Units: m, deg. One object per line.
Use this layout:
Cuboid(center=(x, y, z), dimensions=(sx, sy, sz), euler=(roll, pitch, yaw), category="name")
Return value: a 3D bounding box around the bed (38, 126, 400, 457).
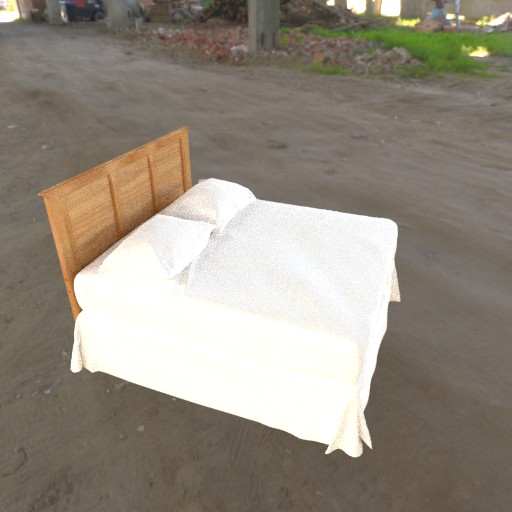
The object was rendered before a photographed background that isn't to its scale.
Cuboid(center=(0.000, 0.000, 3.158), dimensions=(2.035, 1.273, 1.870), euler=(11, 32, 19), category="bed")
